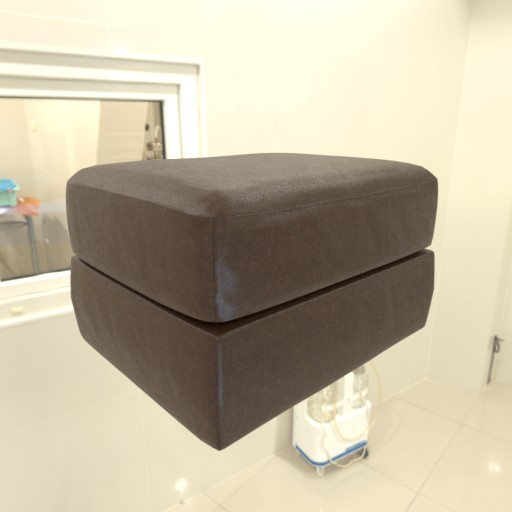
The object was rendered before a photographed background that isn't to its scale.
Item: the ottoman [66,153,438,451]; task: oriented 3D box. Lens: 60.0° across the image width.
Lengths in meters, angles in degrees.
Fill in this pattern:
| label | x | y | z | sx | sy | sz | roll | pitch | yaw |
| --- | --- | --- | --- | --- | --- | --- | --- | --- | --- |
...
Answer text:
| label | x | y | z | sx | sy | sz | roll | pitch | yaw |
| --- | --- | --- | --- | --- | --- | --- | --- | --- | --- |
| ottoman | 0.000 | 0.000 | 1.110 | 0.751 | 0.476 | 0.603 | -15 | 22 | -40 |
